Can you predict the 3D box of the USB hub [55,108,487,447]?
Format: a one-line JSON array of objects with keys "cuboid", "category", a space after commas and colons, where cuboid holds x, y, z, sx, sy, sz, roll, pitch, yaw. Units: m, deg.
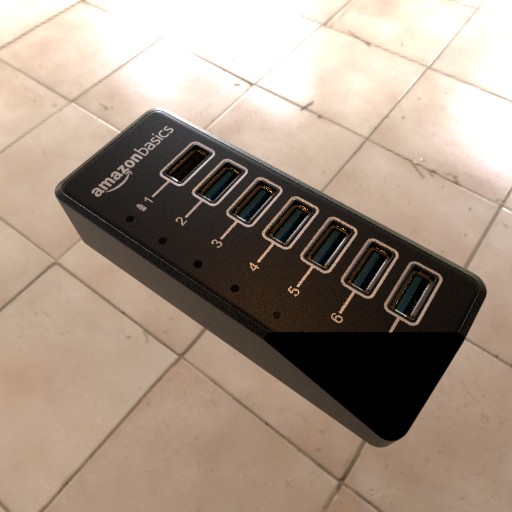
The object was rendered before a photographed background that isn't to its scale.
[{"cuboid": [0.000, 0.000, 0.124, 0.110, 0.023, 0.044, 32, 64, 17], "category": "USB hub"}]
